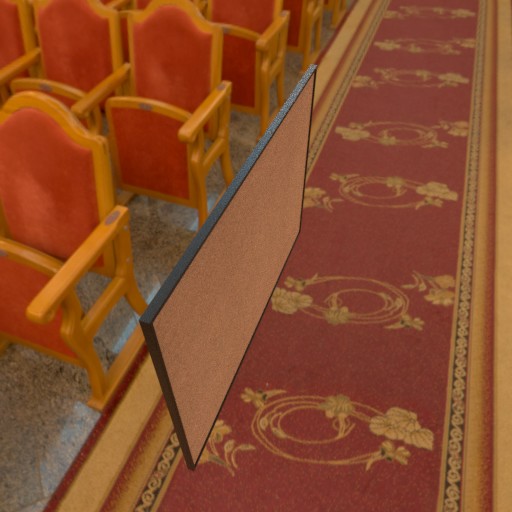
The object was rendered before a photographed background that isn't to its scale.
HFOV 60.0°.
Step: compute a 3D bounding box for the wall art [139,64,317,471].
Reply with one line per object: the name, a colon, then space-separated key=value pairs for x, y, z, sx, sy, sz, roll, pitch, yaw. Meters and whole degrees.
wall art: x=0.000 y=0.000 z=1.212 sx=0.019 sy=0.660 sz=0.957 roll=15 pitch=48 yaw=14
